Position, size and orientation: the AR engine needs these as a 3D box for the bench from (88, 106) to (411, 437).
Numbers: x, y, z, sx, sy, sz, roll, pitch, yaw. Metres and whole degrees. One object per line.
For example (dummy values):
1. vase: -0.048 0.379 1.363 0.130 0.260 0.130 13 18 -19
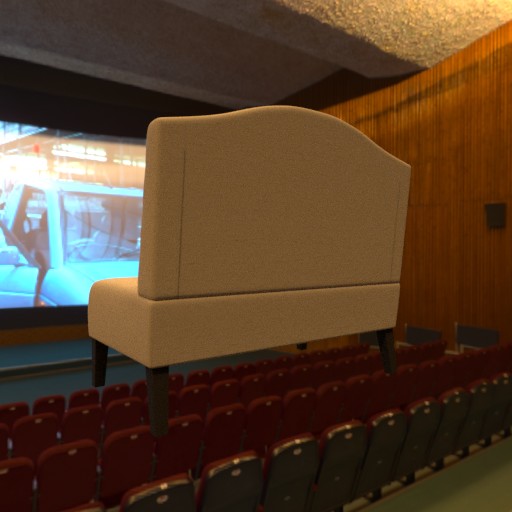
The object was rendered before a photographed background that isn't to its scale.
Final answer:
1. bench: 0.000 0.000 2.093 1.335 1.180 0.815 -1 1 -37
